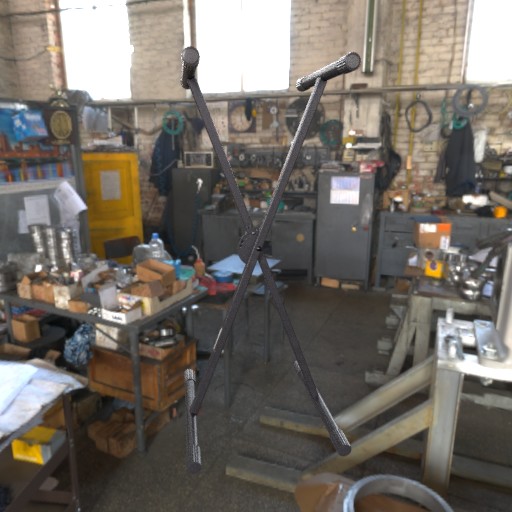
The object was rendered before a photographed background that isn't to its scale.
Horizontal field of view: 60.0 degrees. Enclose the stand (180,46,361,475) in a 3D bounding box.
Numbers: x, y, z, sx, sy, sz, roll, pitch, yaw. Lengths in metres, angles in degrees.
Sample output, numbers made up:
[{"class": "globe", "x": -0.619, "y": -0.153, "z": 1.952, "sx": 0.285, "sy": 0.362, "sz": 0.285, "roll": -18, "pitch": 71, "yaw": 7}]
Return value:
[{"class": "stand", "x": 0.000, "y": 0.000, "z": 1.177, "sx": 0.409, "sy": 0.940, "sz": 0.449, "roll": -2, "pitch": 14, "yaw": -9}]
